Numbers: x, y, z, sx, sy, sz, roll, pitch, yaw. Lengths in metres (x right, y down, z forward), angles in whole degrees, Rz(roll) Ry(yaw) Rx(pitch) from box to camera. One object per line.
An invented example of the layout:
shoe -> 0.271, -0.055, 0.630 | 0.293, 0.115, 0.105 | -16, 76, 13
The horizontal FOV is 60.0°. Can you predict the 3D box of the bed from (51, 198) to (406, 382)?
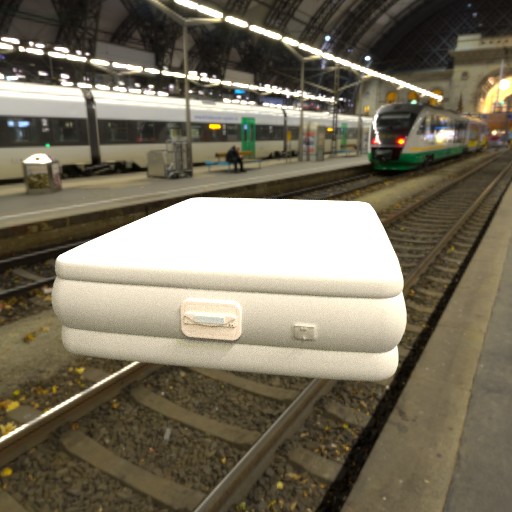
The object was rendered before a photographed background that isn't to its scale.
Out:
bed -> 0.000, 0.000, 2.665 | 1.520, 0.460, 2.036 | 3, 16, 10
